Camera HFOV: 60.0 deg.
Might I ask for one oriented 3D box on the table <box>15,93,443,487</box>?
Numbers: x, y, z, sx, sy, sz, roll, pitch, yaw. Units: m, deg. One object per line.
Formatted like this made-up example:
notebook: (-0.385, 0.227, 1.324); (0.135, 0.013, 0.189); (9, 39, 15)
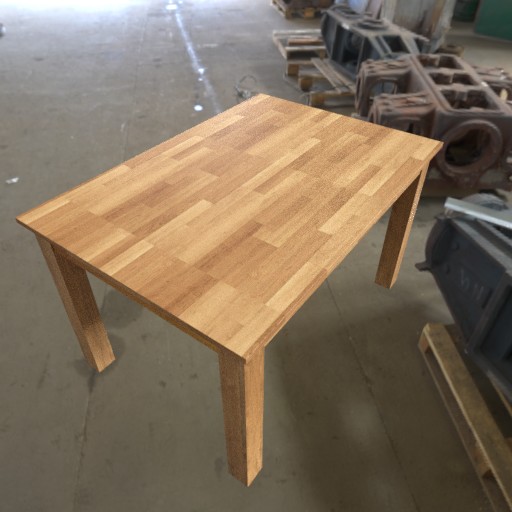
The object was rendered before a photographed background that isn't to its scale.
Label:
table: (0.000, 0.000, 1.813); (0.900, 0.750, 1.300); (25, 47, 27)
